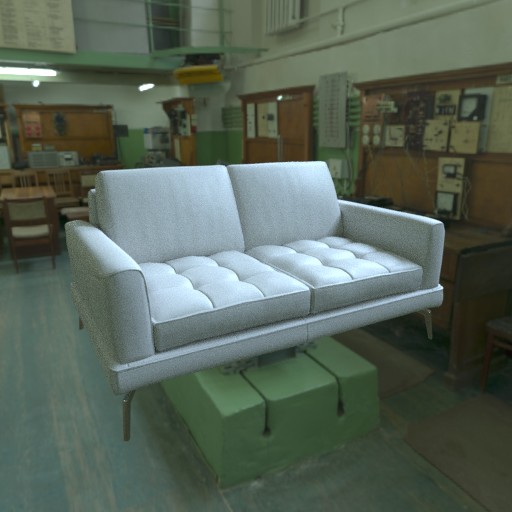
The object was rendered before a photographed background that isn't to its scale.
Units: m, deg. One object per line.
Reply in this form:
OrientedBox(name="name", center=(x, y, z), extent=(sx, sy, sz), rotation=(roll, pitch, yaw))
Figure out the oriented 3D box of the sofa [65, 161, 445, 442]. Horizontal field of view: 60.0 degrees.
OrientedBox(name="sofa", center=(0.000, 0.000, 2.411), extent=(1.819, 0.930, 1.121), rotation=(-9, 18, -28))
